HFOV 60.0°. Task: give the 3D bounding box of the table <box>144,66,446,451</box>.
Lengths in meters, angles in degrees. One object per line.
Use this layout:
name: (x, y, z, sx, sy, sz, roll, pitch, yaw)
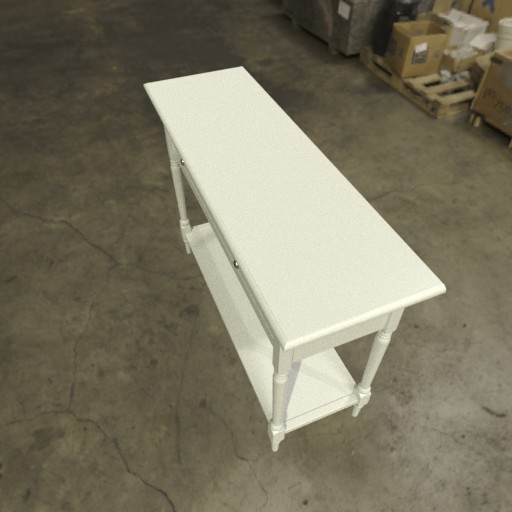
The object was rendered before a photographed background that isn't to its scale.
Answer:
table: (0.000, 0.000, 1.562, 0.384, 0.808, 1.197, -17, 49, -15)
